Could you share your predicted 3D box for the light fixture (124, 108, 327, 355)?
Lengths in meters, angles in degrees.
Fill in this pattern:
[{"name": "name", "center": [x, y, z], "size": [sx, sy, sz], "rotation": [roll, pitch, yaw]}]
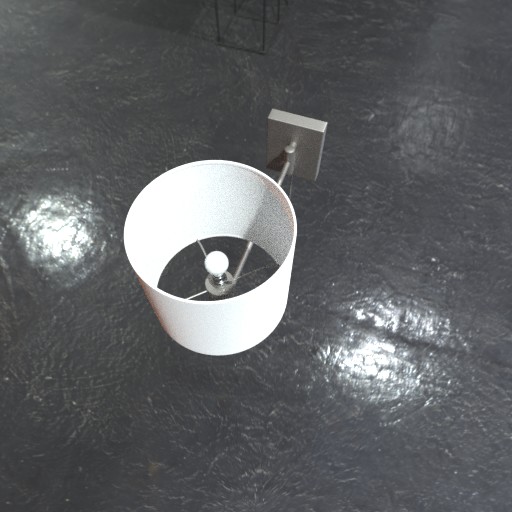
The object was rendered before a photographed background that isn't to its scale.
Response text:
[{"name": "light fixture", "center": [0.000, 0.000, 0.879], "size": [0.203, 0.651, 0.516], "rotation": [17, 61, 10]}]
